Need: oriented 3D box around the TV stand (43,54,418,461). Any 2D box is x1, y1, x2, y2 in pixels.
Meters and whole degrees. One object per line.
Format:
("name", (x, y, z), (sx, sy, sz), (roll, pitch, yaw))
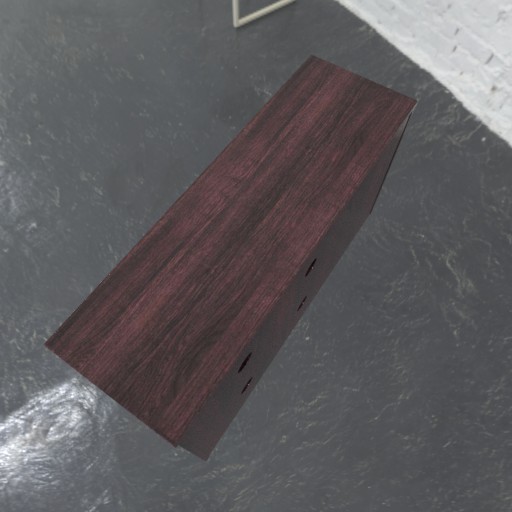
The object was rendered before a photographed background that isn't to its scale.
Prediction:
("TV stand", (0.000, 0.000, 1.463), (0.404, 0.614, 1.192), (31, 66, 15))
